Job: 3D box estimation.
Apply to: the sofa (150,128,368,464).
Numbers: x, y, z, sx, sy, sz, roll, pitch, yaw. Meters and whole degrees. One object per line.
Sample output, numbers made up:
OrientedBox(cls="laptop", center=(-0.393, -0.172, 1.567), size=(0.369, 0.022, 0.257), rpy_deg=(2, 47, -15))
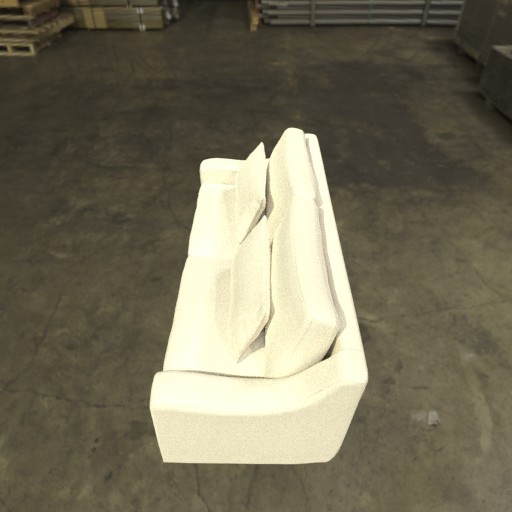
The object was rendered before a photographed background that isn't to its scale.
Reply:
OrientedBox(cls="sofa", center=(0.000, 0.000, 3.056), size=(1.009, 1.022, 2.470), rpy_deg=(0, 40, 0))
